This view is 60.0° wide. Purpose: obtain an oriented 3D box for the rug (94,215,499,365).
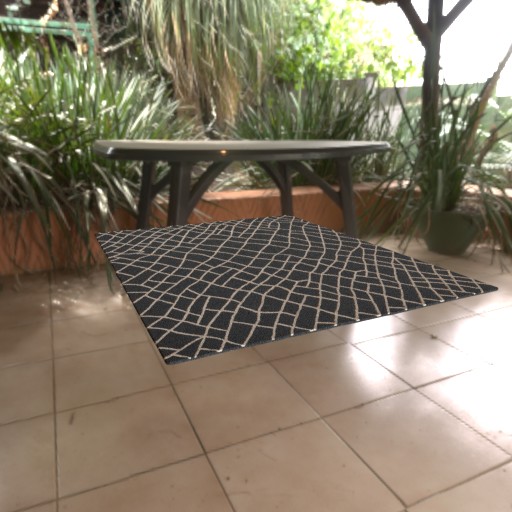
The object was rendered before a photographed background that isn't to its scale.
[{"bbox_3d":[0.000,0.000,3.994,2.439,0.022,3.047,-8,18,-25],"label":"rug"}]
